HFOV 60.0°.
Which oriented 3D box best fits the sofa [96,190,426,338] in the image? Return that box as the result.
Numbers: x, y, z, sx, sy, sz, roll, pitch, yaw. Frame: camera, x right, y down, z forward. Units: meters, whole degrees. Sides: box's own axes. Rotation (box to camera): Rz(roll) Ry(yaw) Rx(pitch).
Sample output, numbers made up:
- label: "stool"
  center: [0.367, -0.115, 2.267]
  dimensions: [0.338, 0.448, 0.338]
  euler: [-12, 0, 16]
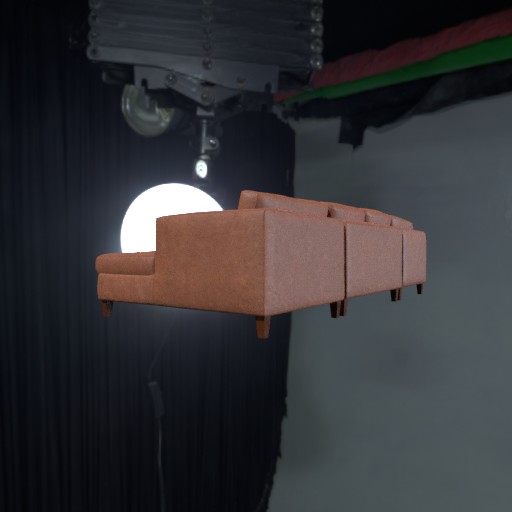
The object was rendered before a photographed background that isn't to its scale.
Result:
- label: "sofa"
  center: [0.000, 0.000, 4.638]
  dimensions: [2.593, 0.923, 3.460]
  euler: [0, 1, 35]
